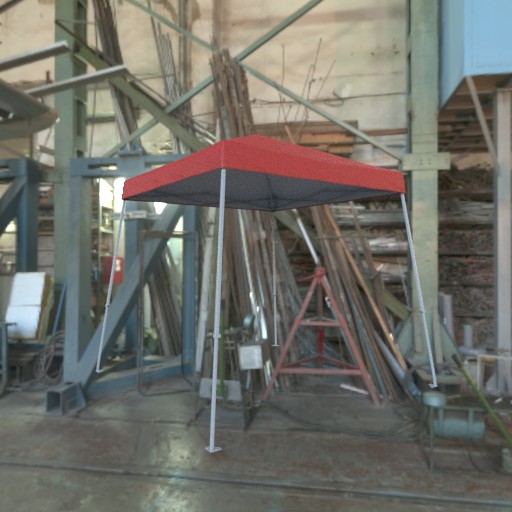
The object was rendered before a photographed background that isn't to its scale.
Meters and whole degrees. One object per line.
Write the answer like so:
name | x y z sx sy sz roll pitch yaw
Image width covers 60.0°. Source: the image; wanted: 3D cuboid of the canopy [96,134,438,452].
canopy | 0.000 0.000 6.544 3.599 3.600 3.600 0 0 -36
